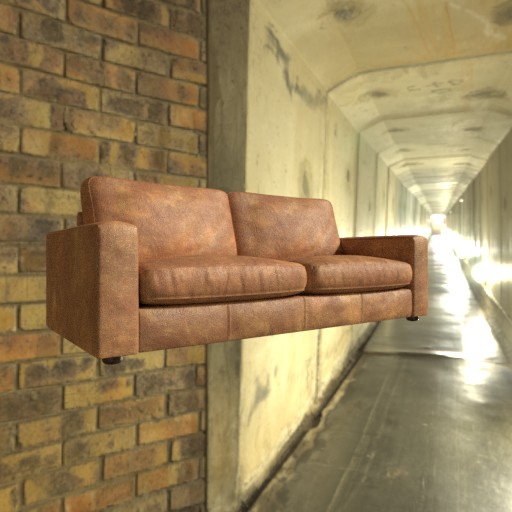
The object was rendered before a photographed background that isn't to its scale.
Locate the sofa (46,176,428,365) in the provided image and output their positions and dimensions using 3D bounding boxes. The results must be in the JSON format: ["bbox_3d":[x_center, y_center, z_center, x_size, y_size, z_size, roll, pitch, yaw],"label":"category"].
[{"bbox_3d":[0.000,0.000,2.706,2.179,0.873,1.016,0,0,-36],"label":"sofa"}]
